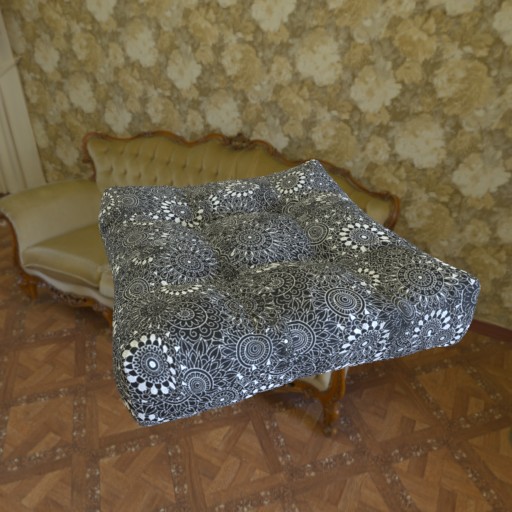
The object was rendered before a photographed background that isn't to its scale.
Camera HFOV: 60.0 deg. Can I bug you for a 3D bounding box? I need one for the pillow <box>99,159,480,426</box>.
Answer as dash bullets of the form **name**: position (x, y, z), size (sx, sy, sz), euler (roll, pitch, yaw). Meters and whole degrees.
- **pillow**: position (0.000, 0.000, 0.713), size (0.468, 0.128, 0.490), euler (-10, 33, -16)
